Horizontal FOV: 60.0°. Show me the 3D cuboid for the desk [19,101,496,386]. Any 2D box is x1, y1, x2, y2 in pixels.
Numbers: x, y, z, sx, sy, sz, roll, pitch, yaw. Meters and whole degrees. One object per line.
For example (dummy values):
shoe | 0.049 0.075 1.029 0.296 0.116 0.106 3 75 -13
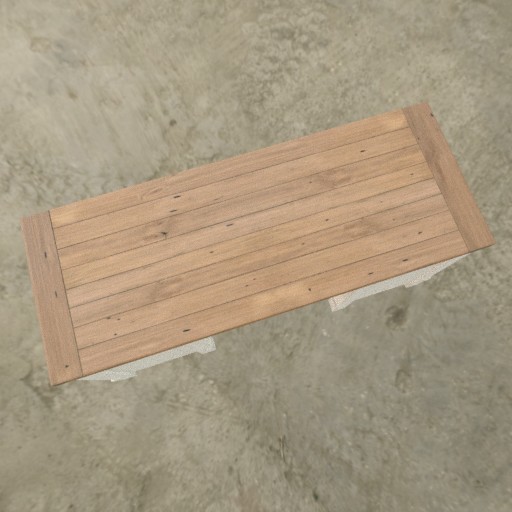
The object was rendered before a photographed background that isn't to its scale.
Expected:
desk | 0.000 0.000 2.158 1.803 0.760 0.688 -17 75 -5
